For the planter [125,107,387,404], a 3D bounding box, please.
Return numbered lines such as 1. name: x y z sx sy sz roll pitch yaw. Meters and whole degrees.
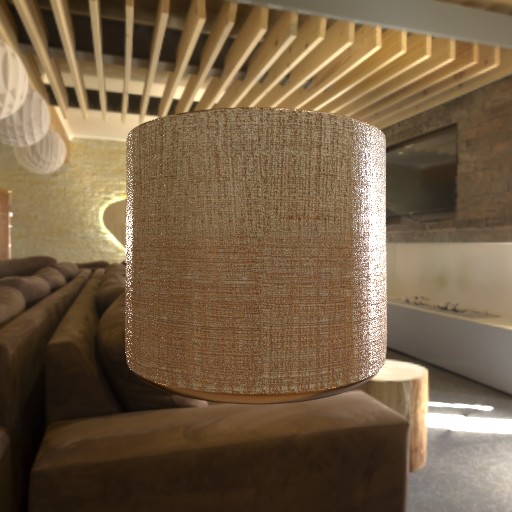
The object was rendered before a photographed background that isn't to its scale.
1. planter: 0.000 0.000 0.312 0.177 0.157 0.177 0 2 0
